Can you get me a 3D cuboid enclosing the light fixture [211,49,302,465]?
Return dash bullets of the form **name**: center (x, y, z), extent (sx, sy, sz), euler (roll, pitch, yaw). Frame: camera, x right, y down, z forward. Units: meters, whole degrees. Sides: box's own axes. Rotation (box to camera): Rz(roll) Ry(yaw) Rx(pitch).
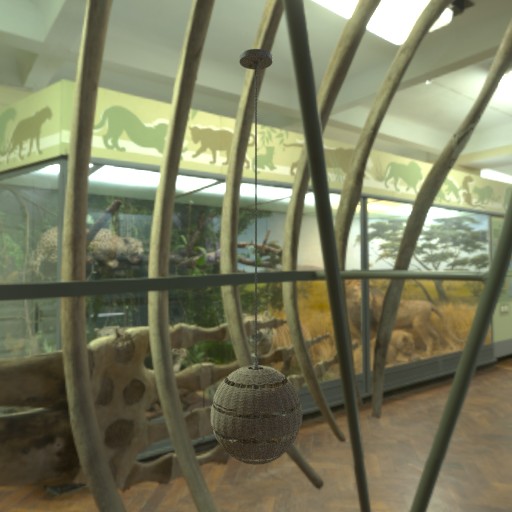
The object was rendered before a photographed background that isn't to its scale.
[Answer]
- **light fixture**: center (0.000, 0.000, 2.228), extent (0.457, 2.019, 0.457), euler (1, -1, -36)
